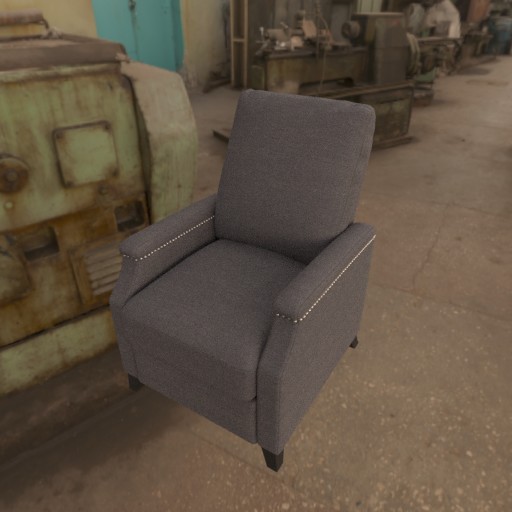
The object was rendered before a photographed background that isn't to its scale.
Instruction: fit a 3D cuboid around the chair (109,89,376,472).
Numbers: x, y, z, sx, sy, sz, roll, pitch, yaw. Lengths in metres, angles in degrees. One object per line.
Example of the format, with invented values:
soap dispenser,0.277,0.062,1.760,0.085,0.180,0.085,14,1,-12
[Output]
chair,0.000,0.000,1.667,0.710,1.049,0.922,18,35,27
